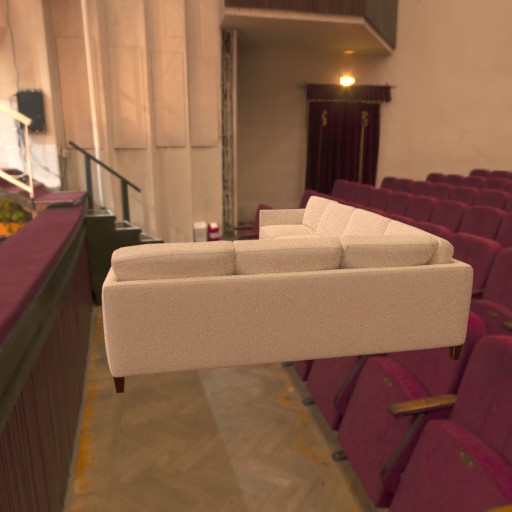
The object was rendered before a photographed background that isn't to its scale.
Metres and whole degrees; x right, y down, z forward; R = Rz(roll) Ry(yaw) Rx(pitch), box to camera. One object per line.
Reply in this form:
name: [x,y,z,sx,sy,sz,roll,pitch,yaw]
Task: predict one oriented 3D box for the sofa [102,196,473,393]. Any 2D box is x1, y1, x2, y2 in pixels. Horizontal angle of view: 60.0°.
sofa: [0.000,0.000,4.531,2.593,0.947,3.302,-3,14,-11]
